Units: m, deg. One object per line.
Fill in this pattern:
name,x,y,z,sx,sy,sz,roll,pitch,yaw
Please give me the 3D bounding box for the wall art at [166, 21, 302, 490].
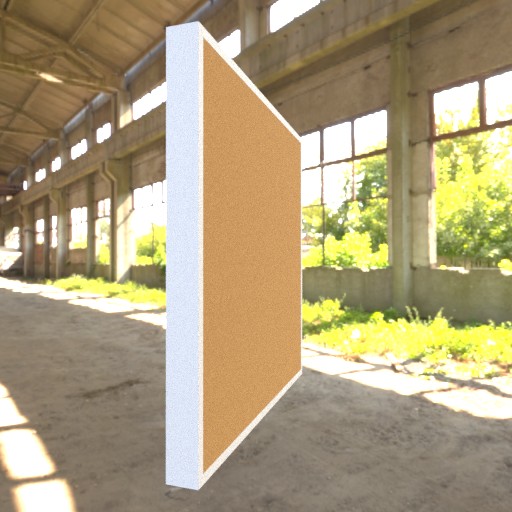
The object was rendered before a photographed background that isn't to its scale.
wall art,0.000,0.000,0.435,0.024,0.304,0.304,0,0,19
